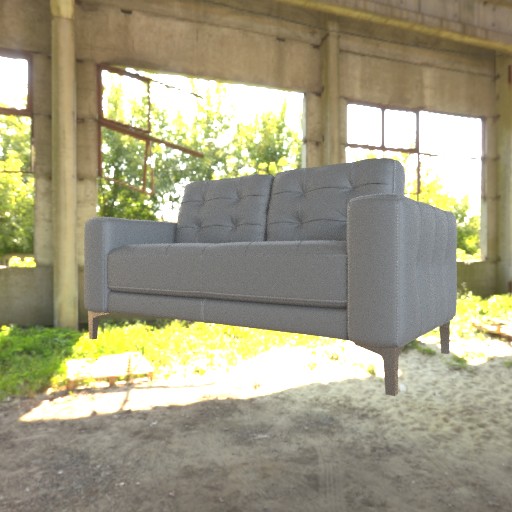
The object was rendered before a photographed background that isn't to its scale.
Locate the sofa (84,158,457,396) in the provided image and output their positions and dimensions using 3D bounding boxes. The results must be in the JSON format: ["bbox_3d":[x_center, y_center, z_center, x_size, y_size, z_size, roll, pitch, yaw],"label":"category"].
[{"bbox_3d":[0.000,0.000,2.205,1.726,0.892,0.833,0,0,36],"label":"sofa"}]
